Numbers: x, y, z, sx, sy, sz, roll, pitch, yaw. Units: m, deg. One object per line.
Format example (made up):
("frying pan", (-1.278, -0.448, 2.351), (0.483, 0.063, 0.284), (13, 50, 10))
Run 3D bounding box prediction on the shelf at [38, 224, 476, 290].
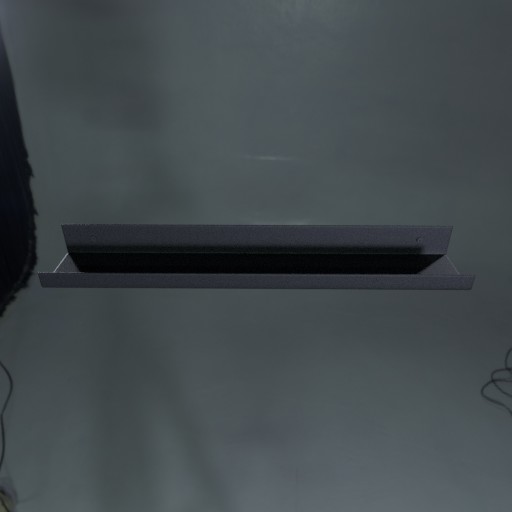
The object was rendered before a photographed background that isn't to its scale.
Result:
("shelf", (0.000, 0.000, 0.655), (0.605, 0.053, 0.102), (0, 31, 0))
